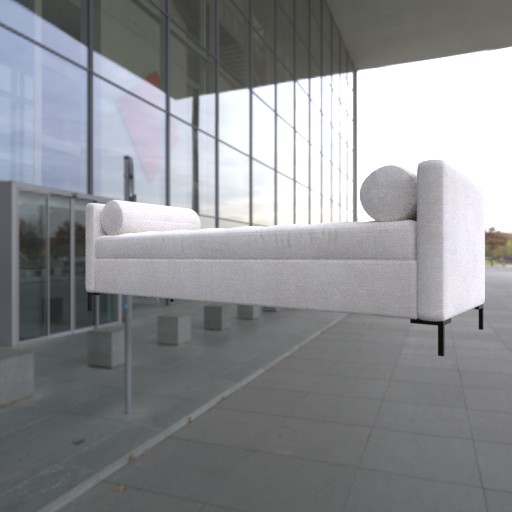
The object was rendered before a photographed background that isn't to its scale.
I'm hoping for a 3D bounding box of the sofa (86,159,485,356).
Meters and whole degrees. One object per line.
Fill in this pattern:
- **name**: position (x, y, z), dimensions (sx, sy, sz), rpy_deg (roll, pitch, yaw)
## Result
- **sofa**: position (0.000, 0.000, 2.247), dimensions (1.981, 0.635, 0.686), rpy_deg (0, 0, 37)
